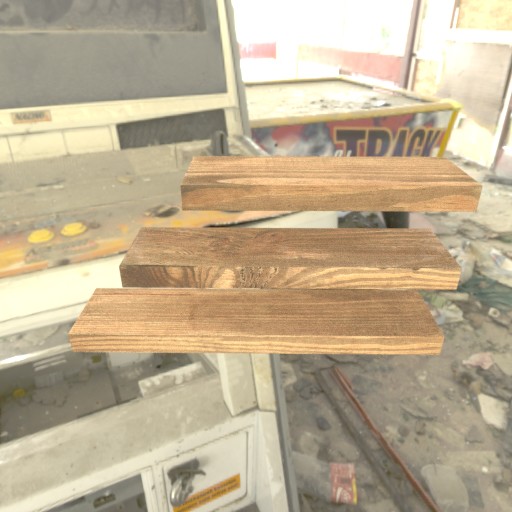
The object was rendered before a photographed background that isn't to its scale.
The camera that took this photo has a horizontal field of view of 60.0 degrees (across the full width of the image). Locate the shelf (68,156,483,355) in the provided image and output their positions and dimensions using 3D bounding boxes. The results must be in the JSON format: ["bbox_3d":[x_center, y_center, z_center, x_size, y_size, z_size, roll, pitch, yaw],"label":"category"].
[{"bbox_3d":[0.000,0.000,0.727,0.610,0.293,0.140,0,28,1],"label":"shelf"}]
